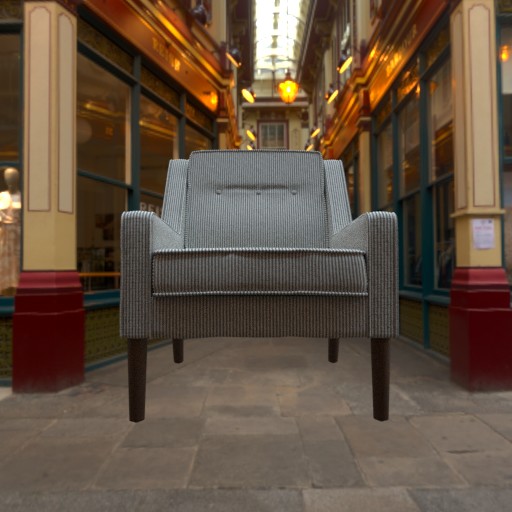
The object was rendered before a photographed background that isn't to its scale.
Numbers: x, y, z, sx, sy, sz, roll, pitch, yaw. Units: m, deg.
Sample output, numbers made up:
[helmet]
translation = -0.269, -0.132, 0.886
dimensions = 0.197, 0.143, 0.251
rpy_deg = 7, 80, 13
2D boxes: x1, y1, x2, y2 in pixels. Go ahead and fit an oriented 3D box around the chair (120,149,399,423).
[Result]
[chair]
translation = 0.000, 0.000, 1.369
dimensions = 0.663, 0.792, 0.743
rpy_deg = 0, -1, -1
